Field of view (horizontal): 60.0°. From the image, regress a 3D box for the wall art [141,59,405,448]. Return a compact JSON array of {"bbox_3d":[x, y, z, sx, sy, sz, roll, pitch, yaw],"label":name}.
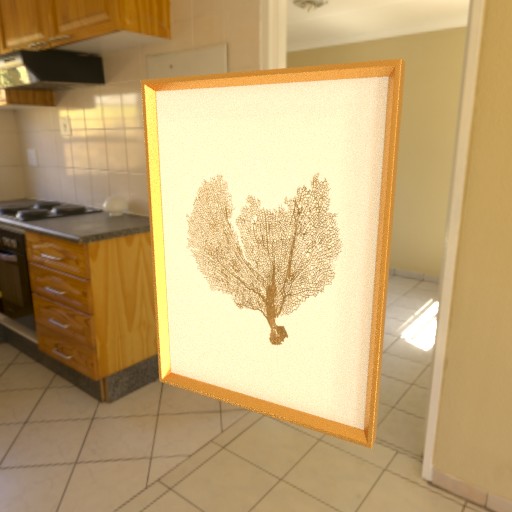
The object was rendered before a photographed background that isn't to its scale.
[{"bbox_3d":[0.000,0.000,1.049,0.610,0.812,0.038,8,16,27],"label":"wall art"}]
